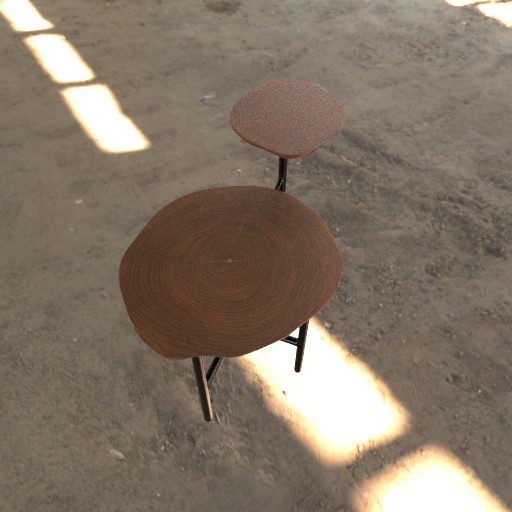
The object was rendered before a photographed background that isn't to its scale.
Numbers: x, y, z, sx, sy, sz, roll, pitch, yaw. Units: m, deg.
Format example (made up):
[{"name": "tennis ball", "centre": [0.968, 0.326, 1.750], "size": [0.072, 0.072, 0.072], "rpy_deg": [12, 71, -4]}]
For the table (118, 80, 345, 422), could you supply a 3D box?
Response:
[{"name": "table", "centre": [0.000, 0.000, 1.081], "size": [0.442, 0.538, 0.759], "rpy_deg": [17, 49, 15]}]
